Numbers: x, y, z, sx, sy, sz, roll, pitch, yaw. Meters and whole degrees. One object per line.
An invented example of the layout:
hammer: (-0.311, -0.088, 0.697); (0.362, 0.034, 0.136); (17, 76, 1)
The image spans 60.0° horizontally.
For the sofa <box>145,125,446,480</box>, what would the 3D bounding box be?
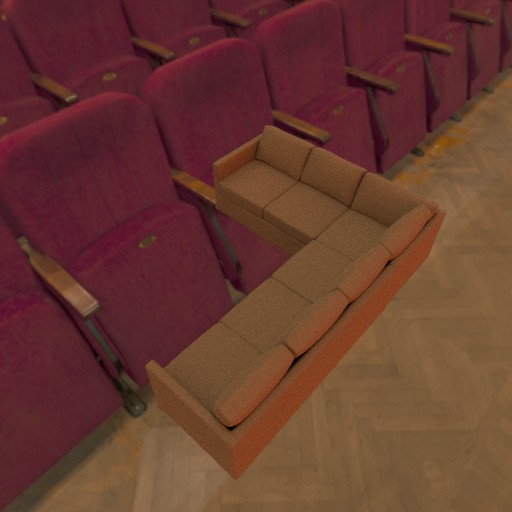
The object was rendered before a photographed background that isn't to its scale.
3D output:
sofa: (0.000, 0.000, 4.450); (2.432, 0.871, 3.182); (33, 55, 27)
